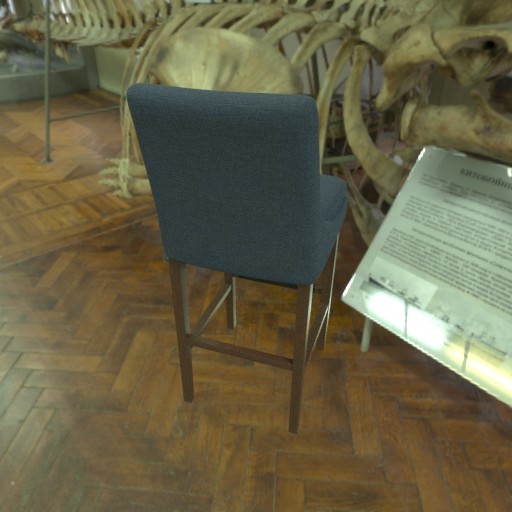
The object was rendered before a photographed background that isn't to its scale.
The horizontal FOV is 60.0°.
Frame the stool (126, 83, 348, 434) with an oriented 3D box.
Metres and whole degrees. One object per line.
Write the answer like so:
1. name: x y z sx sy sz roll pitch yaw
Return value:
1. stool: 0.000 0.000 1.377 0.470 1.078 0.577 10 33 16
